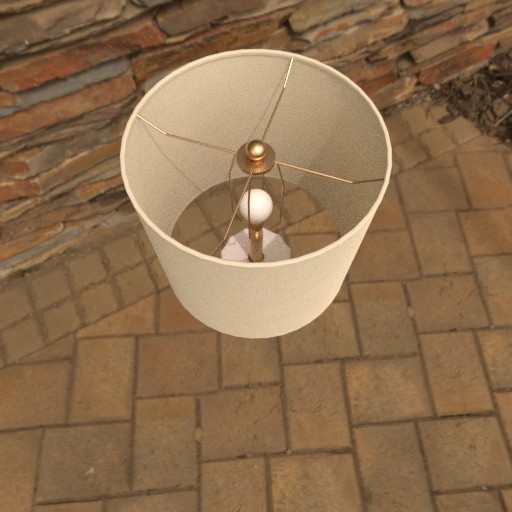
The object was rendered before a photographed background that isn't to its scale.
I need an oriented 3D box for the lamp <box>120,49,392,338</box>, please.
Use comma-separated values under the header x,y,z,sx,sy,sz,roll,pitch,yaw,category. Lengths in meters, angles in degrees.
x,y,z,sx,sy,sz,roll,pitch,yaw,category
0.000,0.000,0.696,0.277,0.537,0.277,-31,68,-14,lamp
